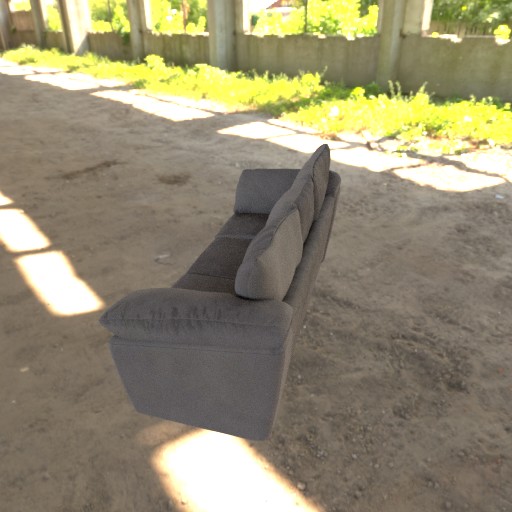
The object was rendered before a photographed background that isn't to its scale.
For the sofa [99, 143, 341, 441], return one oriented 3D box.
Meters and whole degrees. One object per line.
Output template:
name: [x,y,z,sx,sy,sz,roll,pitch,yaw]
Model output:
sofa: [0.000,0.000,2.987,0.878,1.073,2.336,7,29,14]
